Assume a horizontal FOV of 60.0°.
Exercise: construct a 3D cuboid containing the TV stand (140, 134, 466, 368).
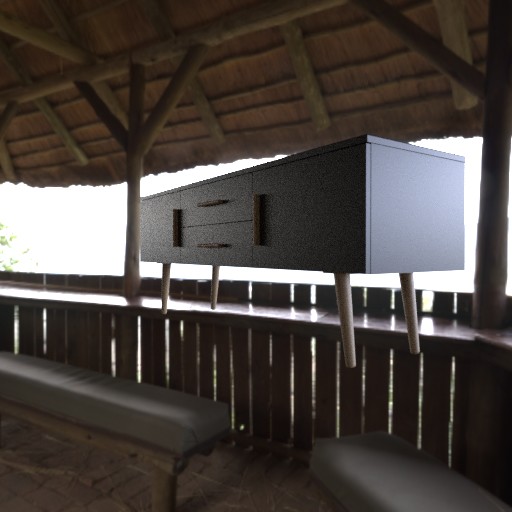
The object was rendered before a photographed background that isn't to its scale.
[{"bbox_3d":[0.000,0.000,1.557,0.390,0.518,1.312,0,1,-35],"label":"TV stand"}]
